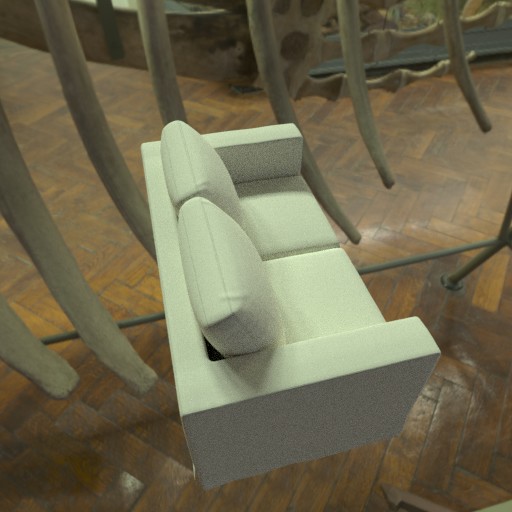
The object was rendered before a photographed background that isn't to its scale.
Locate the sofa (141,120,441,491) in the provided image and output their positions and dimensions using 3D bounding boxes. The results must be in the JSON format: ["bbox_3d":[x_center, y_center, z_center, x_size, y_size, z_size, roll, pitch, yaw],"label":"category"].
[{"bbox_3d":[0.000,0.000,2.325,1.009,0.932,1.813,-11,46,-10],"label":"sofa"}]
